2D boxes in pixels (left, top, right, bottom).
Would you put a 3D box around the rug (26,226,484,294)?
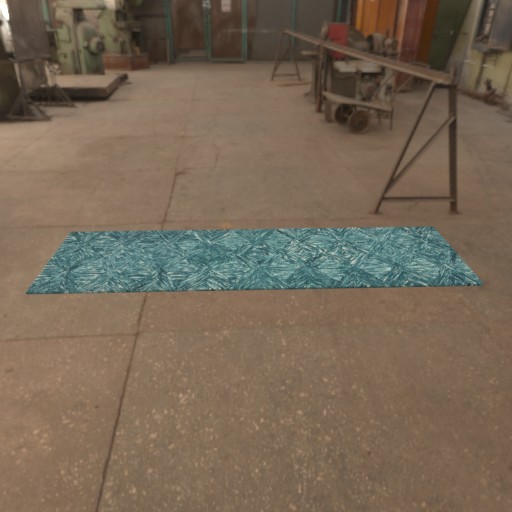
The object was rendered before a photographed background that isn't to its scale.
[{"bbox_3d":[0.000,0.000,2.501,2.286,0.016,0.676,-1,29,-2],"label":"rug"}]
